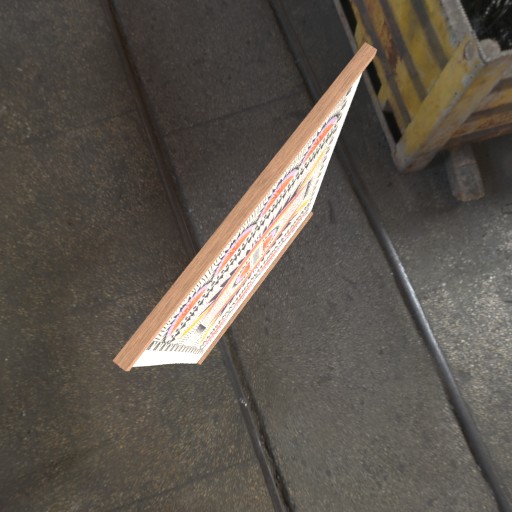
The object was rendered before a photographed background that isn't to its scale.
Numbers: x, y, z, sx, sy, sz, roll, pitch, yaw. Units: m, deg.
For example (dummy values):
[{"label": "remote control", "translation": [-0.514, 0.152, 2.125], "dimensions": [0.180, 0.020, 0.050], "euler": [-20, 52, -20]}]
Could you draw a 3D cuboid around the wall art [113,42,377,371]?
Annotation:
[{"label": "wall art", "translation": [0.000, 0.000, 1.296], "dimensions": [0.028, 1.016, 0.765], "euler": [36, 79, 8]}]
